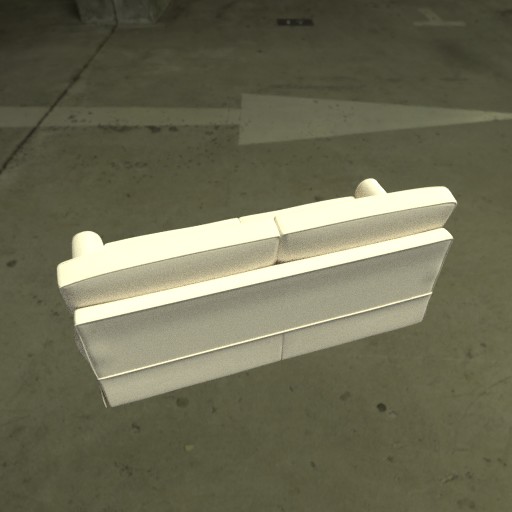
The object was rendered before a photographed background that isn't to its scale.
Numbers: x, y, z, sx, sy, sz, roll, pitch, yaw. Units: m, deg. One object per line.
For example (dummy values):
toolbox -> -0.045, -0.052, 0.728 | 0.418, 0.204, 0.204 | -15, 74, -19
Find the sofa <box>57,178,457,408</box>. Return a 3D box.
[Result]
sofa -> 0.000, 0.000, 2.564 | 2.021, 0.937, 0.862 | -12, 43, -13
